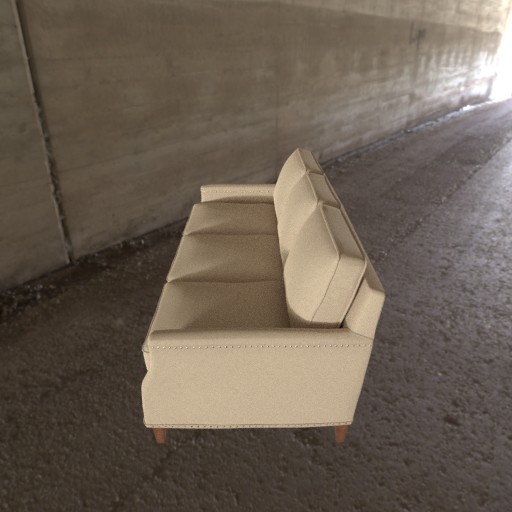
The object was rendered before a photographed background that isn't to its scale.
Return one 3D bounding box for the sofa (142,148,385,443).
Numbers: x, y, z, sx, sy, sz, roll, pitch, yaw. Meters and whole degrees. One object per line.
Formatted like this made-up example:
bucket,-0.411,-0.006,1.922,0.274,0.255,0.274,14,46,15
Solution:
sofa,0.000,0.000,2.934,1.084,1.003,2.246,0,26,0
